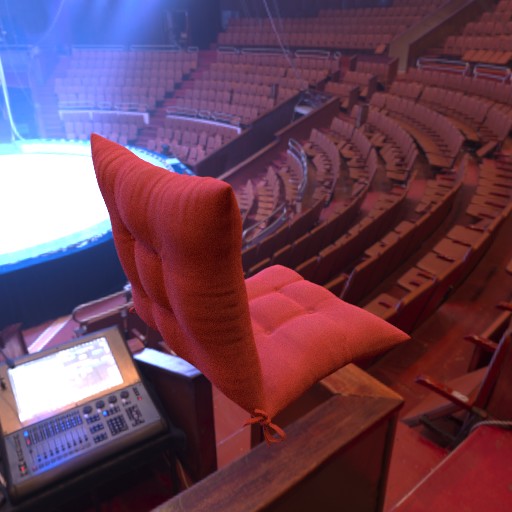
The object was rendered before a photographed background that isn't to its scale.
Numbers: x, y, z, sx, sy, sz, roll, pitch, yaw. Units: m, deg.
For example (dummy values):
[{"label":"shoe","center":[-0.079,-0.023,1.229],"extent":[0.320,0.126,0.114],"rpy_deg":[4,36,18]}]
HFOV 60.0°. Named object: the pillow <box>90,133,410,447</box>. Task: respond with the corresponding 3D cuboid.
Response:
[{"label":"pillow","center":[0.000,0.000,1.013],"extent":[0.585,0.536,0.541],"rpy_deg":[-19,31,-34]}]
